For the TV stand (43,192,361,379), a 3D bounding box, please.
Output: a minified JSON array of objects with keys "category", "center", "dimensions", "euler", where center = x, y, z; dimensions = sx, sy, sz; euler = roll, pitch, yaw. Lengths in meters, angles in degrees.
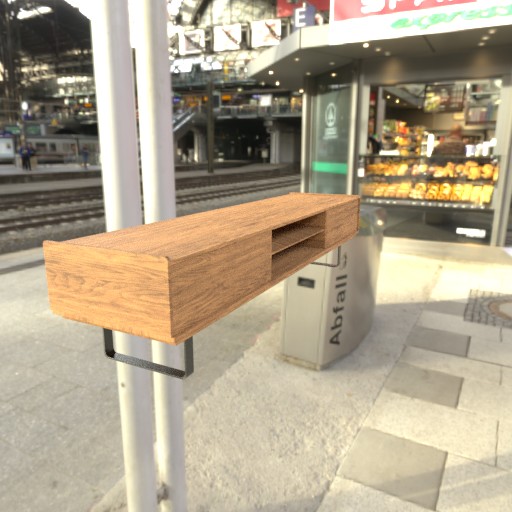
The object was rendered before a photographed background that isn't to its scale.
[{"category":"TV stand","center":[0.000,0.000,2.008],"dimensions":[0.467,0.415,1.796],"euler":[7,15,27]}]
